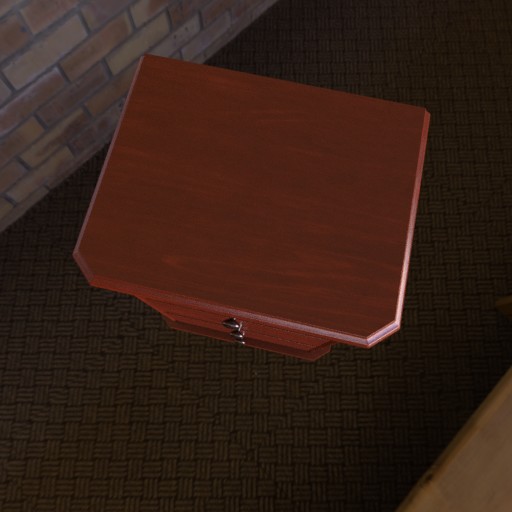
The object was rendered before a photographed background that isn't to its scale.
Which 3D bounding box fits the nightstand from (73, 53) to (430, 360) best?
[{"bbox_3d":[0.000,0.000,0.921,0.435,0.681,0.351,12,76,3],"label":"nightstand"}]
